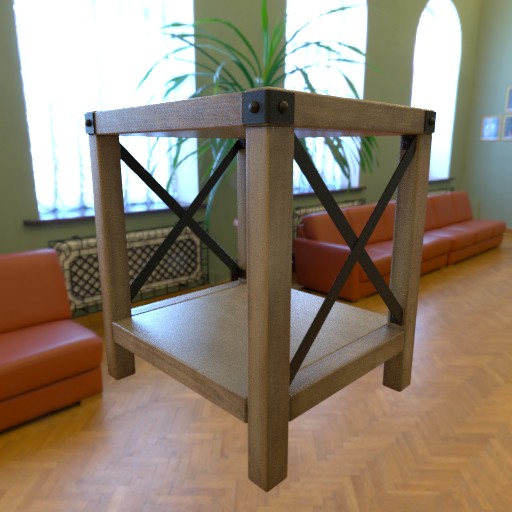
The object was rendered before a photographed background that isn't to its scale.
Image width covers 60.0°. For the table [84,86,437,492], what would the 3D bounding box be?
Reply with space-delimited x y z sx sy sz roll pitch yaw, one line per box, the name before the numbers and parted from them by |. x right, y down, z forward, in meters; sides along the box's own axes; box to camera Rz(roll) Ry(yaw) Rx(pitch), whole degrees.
table | 0.000 0.000 0.897 0.459 0.561 0.510 -13 19 -43
